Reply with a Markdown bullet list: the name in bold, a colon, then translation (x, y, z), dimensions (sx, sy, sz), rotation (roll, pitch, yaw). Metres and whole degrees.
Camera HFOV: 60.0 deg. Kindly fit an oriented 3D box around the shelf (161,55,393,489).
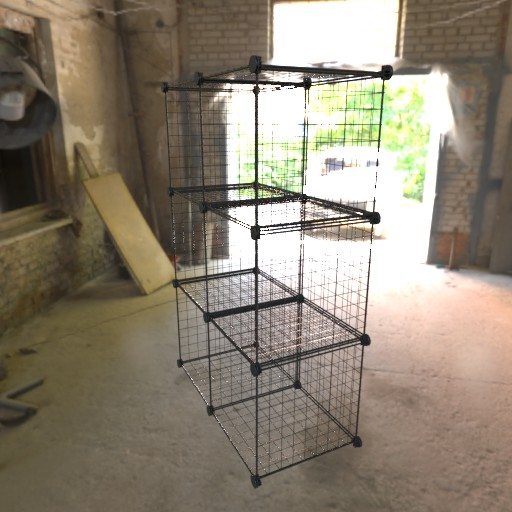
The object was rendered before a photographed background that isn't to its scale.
- **shelf**: translation (0.000, 0.000, 1.403), dimensions (0.356, 1.067, 0.711), rotation (-8, 19, -25)
